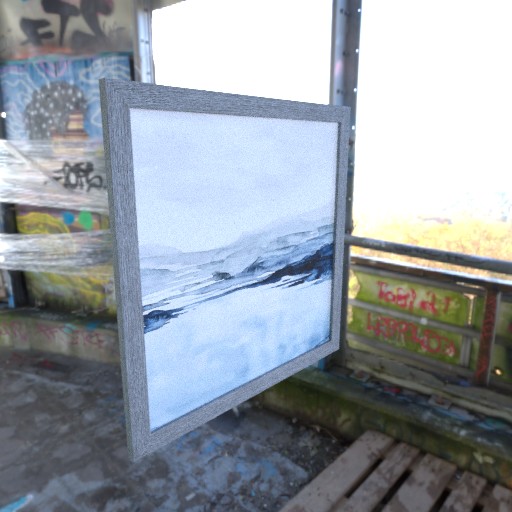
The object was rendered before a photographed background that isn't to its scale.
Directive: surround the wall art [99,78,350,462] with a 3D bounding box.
[{"bbox_3d":[0.000,0.000,1.005,0.020,0.685,0.685,13,19,43],"label":"wall art"}]
